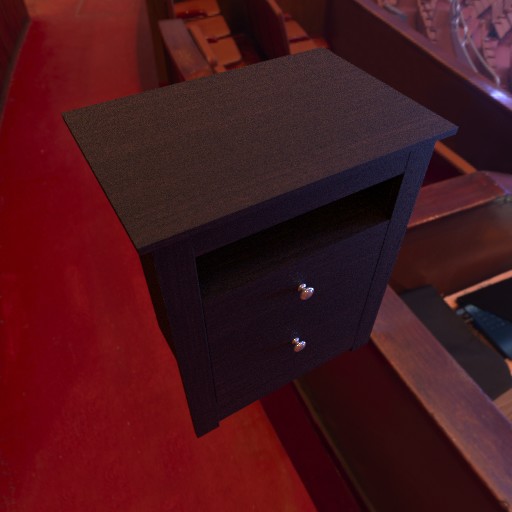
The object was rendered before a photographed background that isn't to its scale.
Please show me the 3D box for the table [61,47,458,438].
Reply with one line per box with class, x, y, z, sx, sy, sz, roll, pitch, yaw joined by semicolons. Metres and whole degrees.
table;0.000;0.000;1.054;0.591;0.711;0.406;-23;51;-20
